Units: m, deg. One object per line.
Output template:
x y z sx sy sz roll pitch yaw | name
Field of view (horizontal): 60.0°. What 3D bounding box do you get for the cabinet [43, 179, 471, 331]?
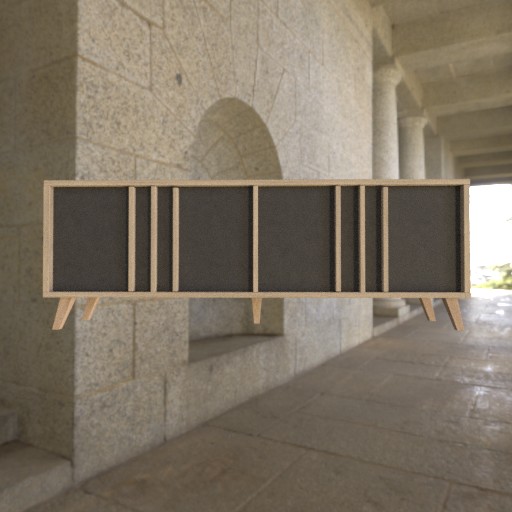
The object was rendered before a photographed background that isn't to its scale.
0.000 0.000 2.525 2.198 0.779 0.499 0 -1 1 | cabinet
